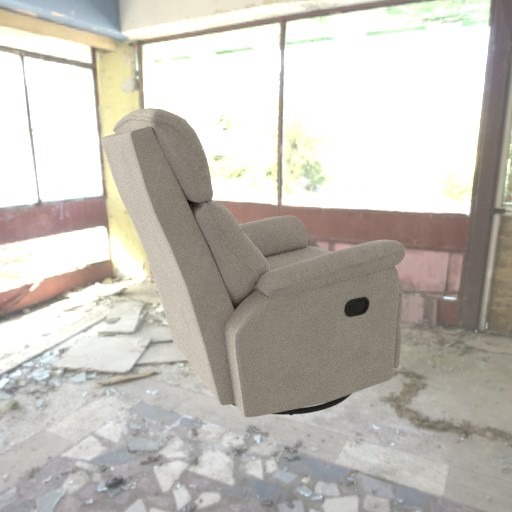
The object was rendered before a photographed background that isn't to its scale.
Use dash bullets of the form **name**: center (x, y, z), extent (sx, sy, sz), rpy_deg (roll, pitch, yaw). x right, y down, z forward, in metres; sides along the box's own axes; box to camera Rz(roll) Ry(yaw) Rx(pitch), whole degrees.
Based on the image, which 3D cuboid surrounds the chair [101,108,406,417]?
- **chair**: center (0.000, 0.000, 1.708), extent (1.001, 1.039, 0.820), rpy_deg (-6, 15, -26)
